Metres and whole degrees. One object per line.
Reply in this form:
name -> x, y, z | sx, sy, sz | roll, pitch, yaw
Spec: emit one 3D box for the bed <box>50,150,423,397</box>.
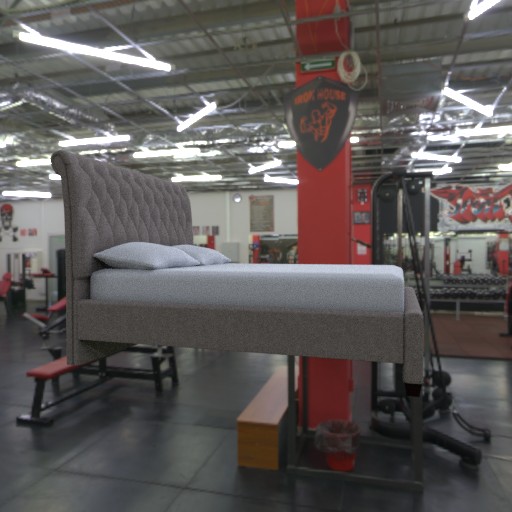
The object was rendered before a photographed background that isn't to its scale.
bed -> 0.000, 0.000, 3.281 | 2.252, 1.371, 1.645 | 0, 1, 18
